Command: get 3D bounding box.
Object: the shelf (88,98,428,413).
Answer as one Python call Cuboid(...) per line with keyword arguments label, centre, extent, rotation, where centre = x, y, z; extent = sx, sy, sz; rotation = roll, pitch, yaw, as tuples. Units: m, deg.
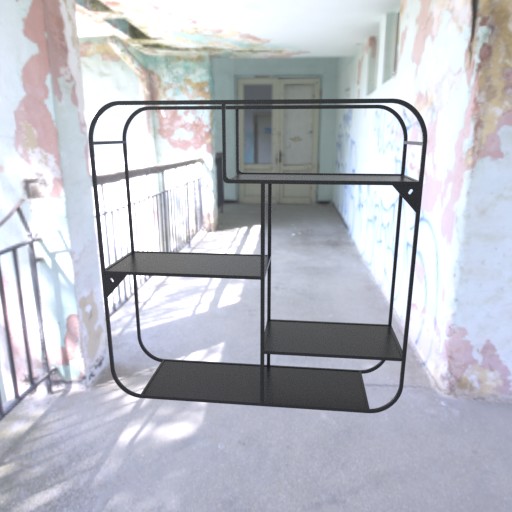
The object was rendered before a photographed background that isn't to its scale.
Cuboid(label="shelf", centre=(0.000, 0.000, 0.917), extent=(0.600, 0.600, 0.160), rotation=(2, 15, 6))
